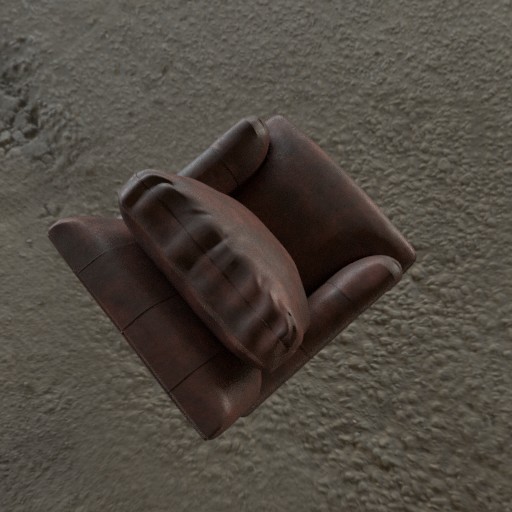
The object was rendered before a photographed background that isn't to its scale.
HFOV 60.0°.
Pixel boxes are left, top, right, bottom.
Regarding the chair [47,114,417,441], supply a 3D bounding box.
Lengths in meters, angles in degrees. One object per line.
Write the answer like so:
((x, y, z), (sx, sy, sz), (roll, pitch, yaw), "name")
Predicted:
((0.000, 0.000, 1.960), (1.156, 1.051, 0.987), (-40, 79, -9), "chair")
